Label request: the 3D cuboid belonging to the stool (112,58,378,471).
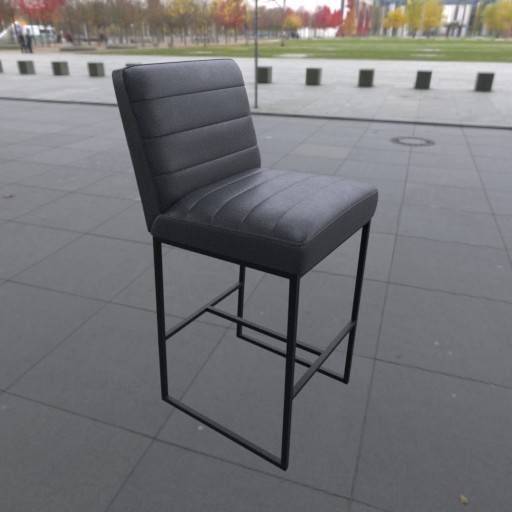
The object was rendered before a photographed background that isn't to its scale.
[{"bbox_3d":[0.000,0.000,1.305,0.552,1.040,0.457,17,31,30],"label":"stool"}]
